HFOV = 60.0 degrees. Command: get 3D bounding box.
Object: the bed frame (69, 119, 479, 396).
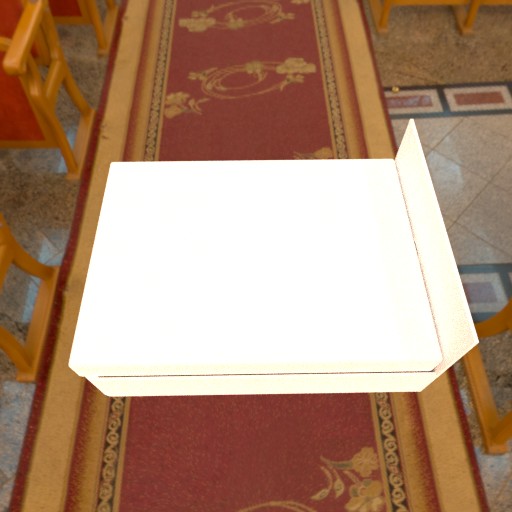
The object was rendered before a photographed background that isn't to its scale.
[{"bbox_3d":[0.000,0.000,2.610,1.900,0.800,1.400,-1,58,0],"label":"bed frame"}]
